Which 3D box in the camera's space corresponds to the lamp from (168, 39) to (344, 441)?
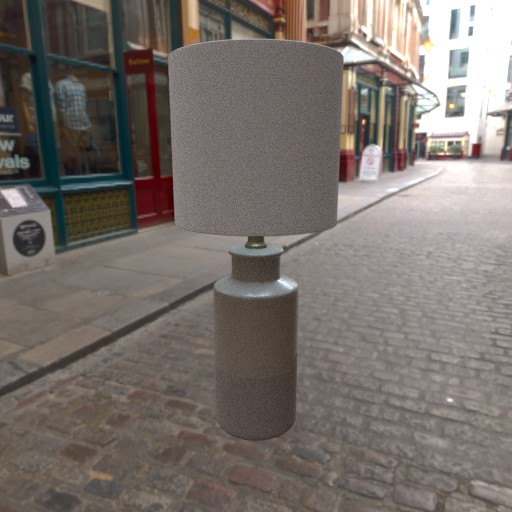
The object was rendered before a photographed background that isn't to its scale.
[{"bbox_3d":[0.000,0.000,0.599,0.212,0.493,0.212,6,14,25],"label":"lamp"}]
